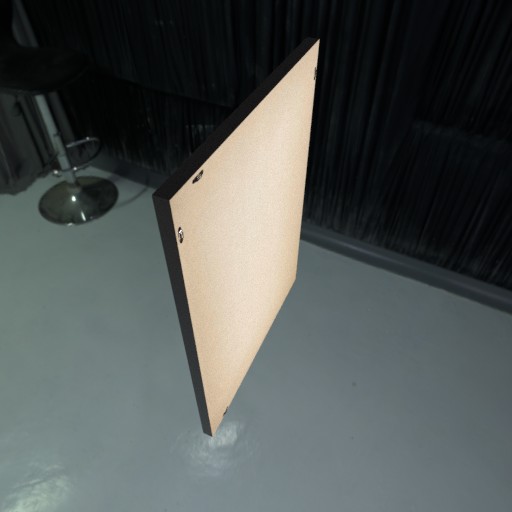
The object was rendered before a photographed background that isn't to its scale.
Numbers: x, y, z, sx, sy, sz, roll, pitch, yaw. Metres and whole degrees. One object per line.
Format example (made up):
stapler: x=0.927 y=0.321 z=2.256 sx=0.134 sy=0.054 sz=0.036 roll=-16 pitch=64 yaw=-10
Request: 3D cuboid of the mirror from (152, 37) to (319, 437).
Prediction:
mirror: x=0.000 y=0.000 z=1.353 sx=0.041 sy=1.016 sz=0.762 roll=19 pitch=49 yaw=17
